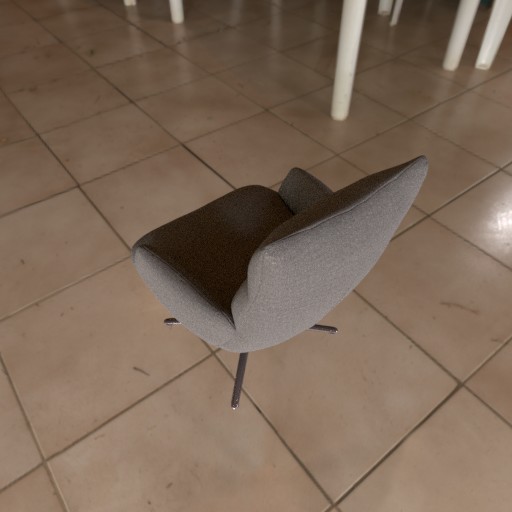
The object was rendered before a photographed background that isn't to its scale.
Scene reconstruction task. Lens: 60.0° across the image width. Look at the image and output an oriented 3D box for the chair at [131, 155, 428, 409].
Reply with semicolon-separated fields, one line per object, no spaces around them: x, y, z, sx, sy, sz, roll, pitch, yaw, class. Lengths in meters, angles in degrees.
0.000;0.000;1.535;0.702;0.984;0.831;-31;54;-25;chair
